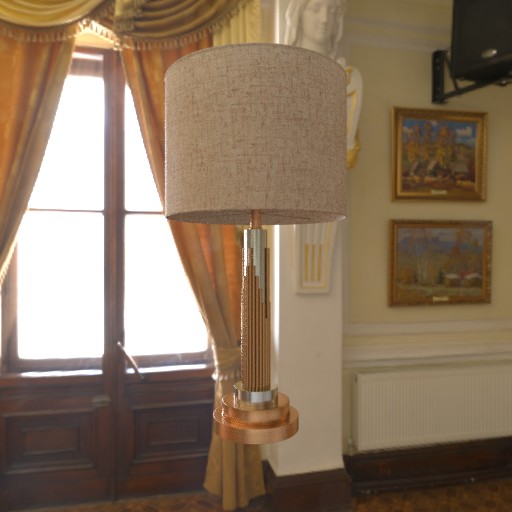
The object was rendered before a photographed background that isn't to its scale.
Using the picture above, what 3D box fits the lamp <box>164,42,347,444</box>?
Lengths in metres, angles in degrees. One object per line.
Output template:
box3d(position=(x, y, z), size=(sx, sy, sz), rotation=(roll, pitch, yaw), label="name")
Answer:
box3d(position=(0.000, 0.000, 0.794), size=(0.321, 0.610, 0.321), rotation=(0, 0, 0), label="lamp")
